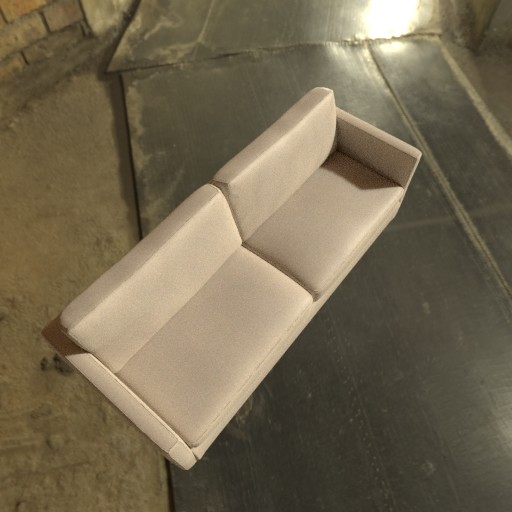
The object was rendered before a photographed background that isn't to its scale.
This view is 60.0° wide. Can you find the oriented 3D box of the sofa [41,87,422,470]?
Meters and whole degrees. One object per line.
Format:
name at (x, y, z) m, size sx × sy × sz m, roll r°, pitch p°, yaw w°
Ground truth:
sofa at (0.000, 0.000, 2.779) m, size 0.951 × 0.968 × 2.361 m, roll 35°, pitch 65°, yaw 19°
